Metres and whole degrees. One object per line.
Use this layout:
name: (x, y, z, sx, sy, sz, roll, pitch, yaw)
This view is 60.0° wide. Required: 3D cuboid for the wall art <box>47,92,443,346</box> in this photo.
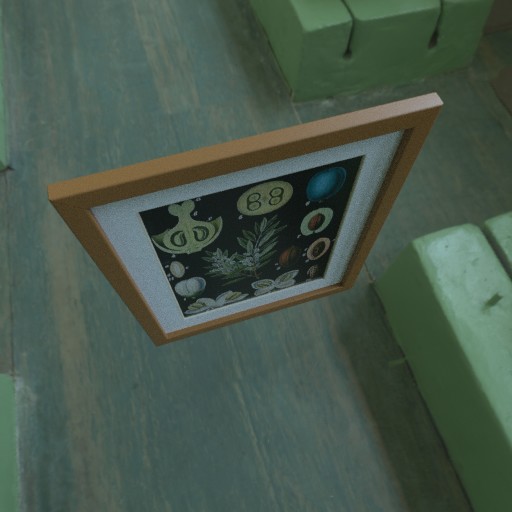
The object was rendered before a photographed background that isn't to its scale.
wall art: (0.000, 0.000, 0.730, 0.449, 0.550, 0.021, -16, 64, -8)
